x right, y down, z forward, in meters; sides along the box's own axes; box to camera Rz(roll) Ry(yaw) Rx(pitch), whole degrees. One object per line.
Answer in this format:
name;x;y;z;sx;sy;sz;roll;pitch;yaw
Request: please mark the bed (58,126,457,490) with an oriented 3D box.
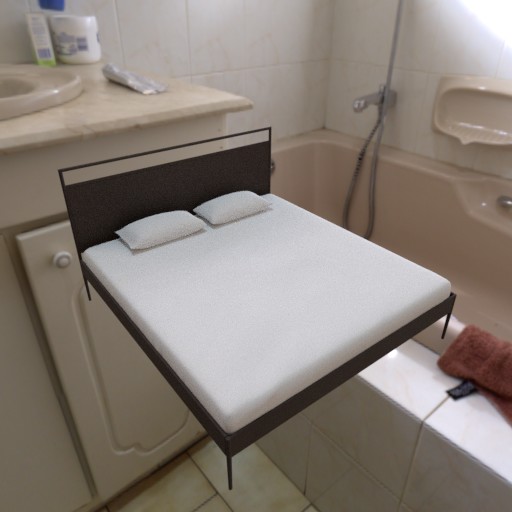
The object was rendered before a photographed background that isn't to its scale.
bed;0.000;0.000;3.304;1.993;1.173;2.151;-21;37;-32
